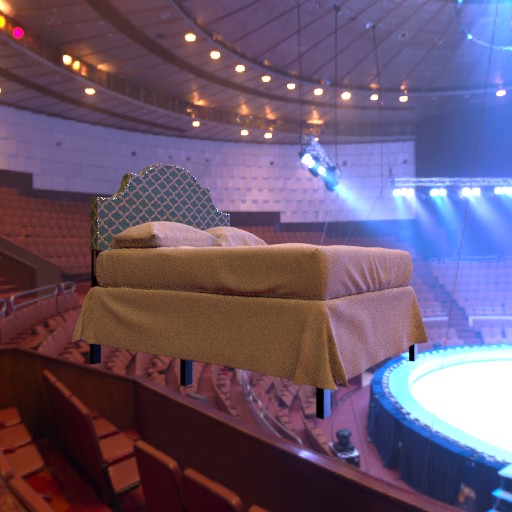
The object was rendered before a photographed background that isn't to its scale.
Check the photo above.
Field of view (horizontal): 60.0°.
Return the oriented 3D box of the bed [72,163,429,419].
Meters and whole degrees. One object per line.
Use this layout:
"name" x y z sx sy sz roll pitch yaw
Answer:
"bed" 0.000 0.000 3.427 2.222 1.633 1.780 0 0 36
